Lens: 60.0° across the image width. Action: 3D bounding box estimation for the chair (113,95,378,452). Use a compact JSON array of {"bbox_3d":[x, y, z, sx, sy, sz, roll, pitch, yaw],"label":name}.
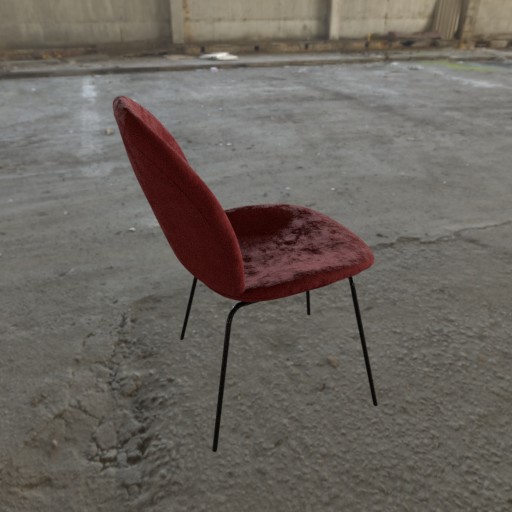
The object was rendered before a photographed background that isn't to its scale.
[{"bbox_3d":[0.000,0.000,1.127,0.587,0.791,0.458,-9,30,-16],"label":"chair"}]
